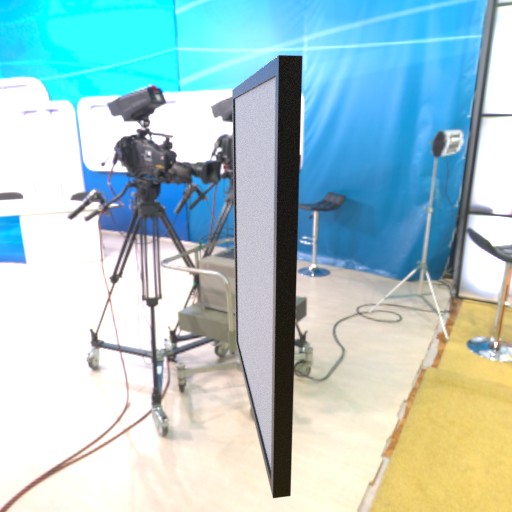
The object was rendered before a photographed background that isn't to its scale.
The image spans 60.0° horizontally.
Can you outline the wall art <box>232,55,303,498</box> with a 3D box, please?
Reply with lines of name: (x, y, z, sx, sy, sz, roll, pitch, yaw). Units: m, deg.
wall art: (0.000, 0.000, 0.531, 0.018, 0.397, 0.325, -3, 16, -9)
